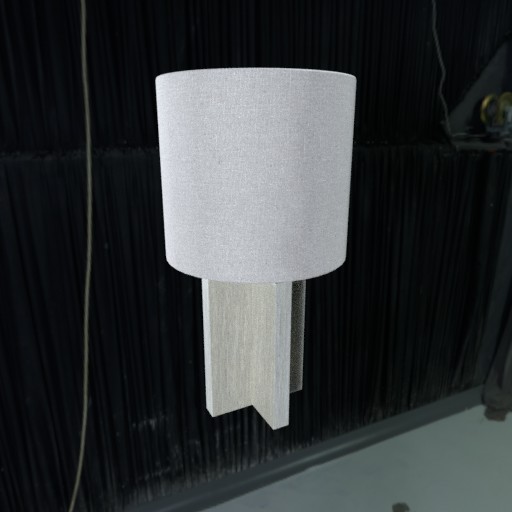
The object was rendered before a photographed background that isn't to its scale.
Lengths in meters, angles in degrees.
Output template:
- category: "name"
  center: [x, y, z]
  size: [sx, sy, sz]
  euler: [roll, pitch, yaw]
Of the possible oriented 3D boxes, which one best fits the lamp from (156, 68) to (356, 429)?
- category: "lamp"
  center: [0.000, 0.000, 0.576]
  size: [0.229, 0.428, 0.229]
  euler: [-8, 19, -26]
